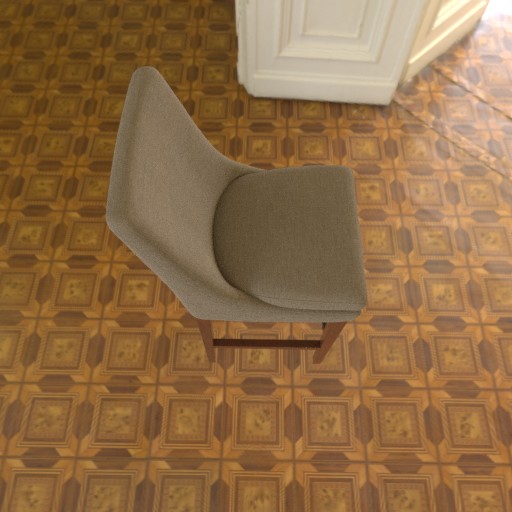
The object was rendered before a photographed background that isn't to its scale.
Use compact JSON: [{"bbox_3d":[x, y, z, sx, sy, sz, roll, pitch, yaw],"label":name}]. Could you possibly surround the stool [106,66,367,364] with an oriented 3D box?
[{"bbox_3d":[0.000,0.000,1.365,0.577,1.078,0.470,0,64,0],"label":"stool"}]
